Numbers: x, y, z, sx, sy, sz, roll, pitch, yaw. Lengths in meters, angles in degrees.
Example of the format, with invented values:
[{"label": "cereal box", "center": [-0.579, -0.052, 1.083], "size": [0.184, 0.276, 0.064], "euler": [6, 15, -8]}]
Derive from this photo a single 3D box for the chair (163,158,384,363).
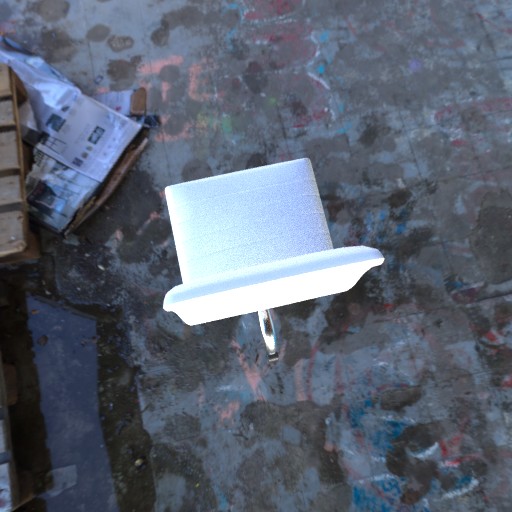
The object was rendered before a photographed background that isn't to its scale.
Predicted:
[{"label": "chair", "center": [0.000, 0.000, 1.163], "size": [0.556, 0.780, 0.530], "euler": [-12, 75, -3]}]
